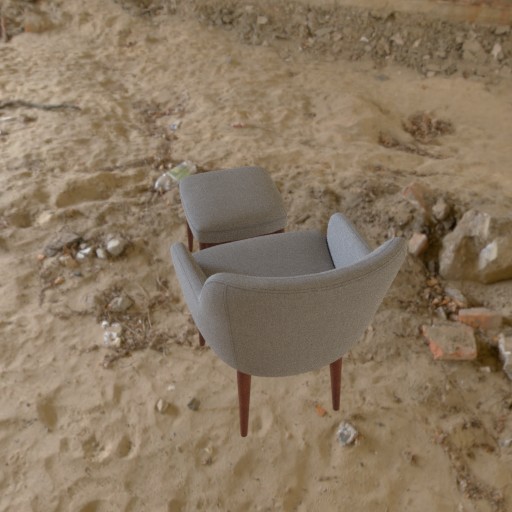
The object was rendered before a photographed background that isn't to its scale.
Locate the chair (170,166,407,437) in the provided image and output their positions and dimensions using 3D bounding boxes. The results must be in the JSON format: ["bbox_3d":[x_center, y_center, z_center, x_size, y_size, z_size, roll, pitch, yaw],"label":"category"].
[{"bbox_3d":[0.000,0.000,1.564,0.584,0.799,1.107,-11,43,-12],"label":"chair"}]
